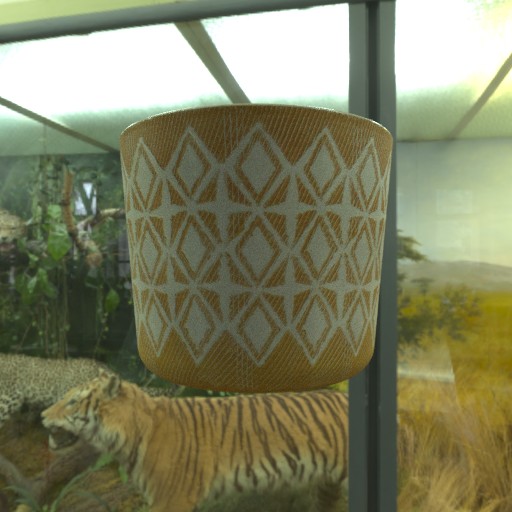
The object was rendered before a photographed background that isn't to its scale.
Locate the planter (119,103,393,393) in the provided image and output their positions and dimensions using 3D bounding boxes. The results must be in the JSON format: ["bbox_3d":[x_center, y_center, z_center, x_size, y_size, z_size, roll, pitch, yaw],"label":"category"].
[{"bbox_3d":[0.000,0.000,0.214,0.126,0.104,0.126,0,0,0],"label":"planter"}]
